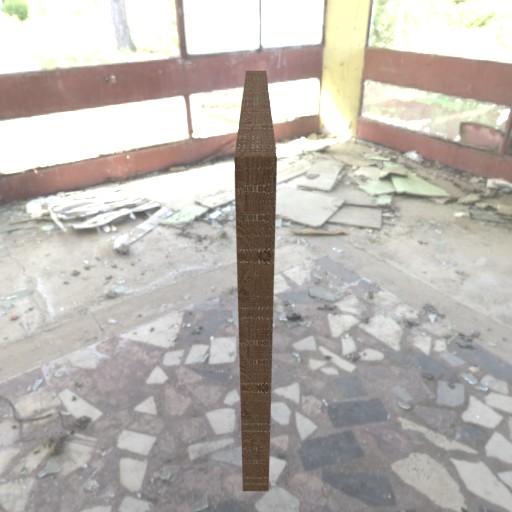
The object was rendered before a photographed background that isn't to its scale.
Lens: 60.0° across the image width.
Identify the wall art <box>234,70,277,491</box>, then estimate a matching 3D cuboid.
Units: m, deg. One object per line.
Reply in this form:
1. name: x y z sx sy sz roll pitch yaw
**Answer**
1. wall art: 0.000 0.000 0.778 0.040 0.531 0.531 0 31 0
